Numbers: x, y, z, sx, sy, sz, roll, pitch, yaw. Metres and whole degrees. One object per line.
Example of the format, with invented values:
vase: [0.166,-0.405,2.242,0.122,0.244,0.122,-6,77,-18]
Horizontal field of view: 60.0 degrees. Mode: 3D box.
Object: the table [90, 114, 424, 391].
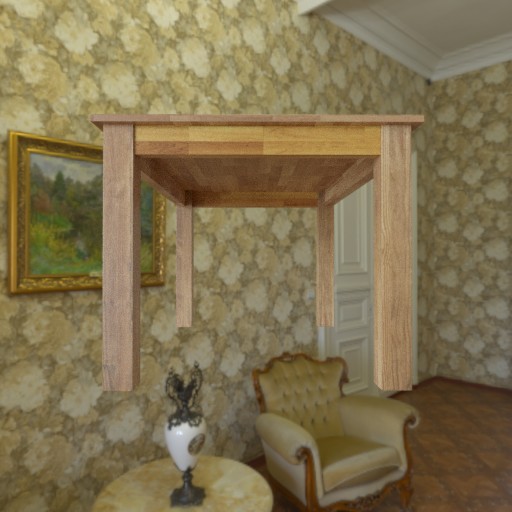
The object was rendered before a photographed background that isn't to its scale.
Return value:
table: [0.000,0.000,1.840,0.900,0.750,1.300,0,-1,0]
